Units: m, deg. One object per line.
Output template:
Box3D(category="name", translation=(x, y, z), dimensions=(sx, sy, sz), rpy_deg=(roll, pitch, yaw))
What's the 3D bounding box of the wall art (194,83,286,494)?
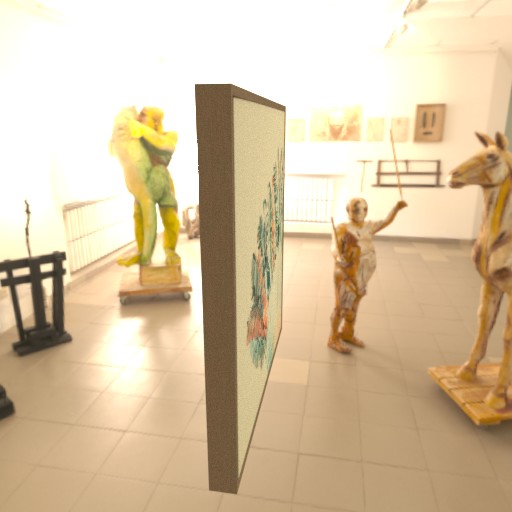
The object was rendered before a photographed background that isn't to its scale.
Box3D(category="wall art", translation=(0.000, 0.000, 0.757), dimensions=(0.038, 0.506, 0.508), rpy_deg=(3, 16, 10))
